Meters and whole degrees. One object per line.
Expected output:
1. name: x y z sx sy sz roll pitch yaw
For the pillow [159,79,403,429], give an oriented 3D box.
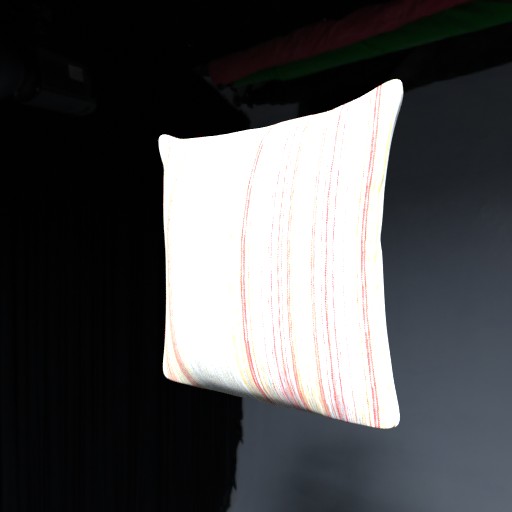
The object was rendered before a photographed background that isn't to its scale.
1. pillow: 0.000 0.000 0.683 0.451 0.449 0.191 0 -1 37
